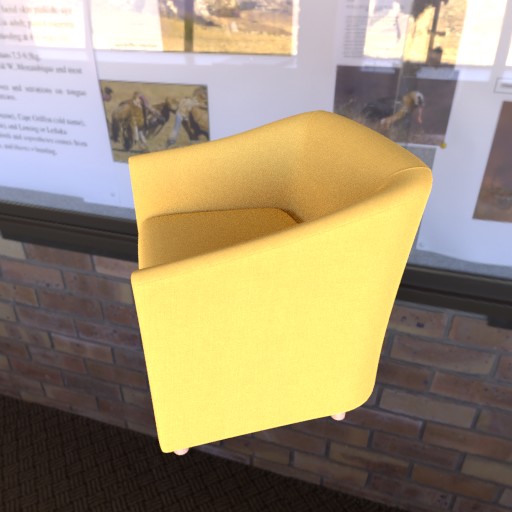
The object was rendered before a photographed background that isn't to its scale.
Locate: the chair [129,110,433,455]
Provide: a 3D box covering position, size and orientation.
[{"bbox_3d":[0.000,0.000,1.338,0.700,0.720,0.790,-7,31,-12],"label":"chair"}]
